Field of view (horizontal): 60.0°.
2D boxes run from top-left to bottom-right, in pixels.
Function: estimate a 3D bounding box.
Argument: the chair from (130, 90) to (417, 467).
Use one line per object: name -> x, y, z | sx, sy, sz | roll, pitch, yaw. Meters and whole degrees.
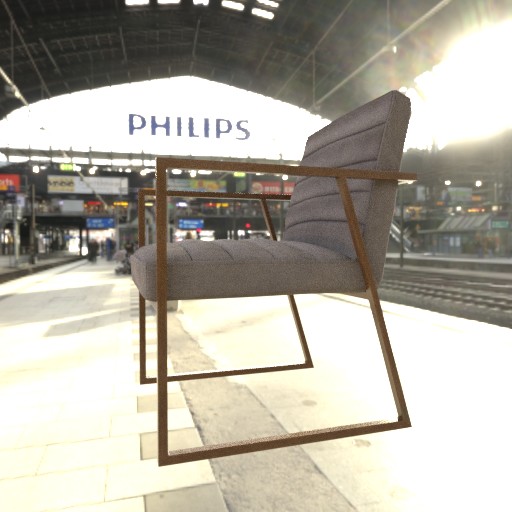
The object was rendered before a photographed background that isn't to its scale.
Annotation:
chair -> 0.000, 0.000, 1.264 | 0.682, 0.843, 0.578 | -1, 2, -18
